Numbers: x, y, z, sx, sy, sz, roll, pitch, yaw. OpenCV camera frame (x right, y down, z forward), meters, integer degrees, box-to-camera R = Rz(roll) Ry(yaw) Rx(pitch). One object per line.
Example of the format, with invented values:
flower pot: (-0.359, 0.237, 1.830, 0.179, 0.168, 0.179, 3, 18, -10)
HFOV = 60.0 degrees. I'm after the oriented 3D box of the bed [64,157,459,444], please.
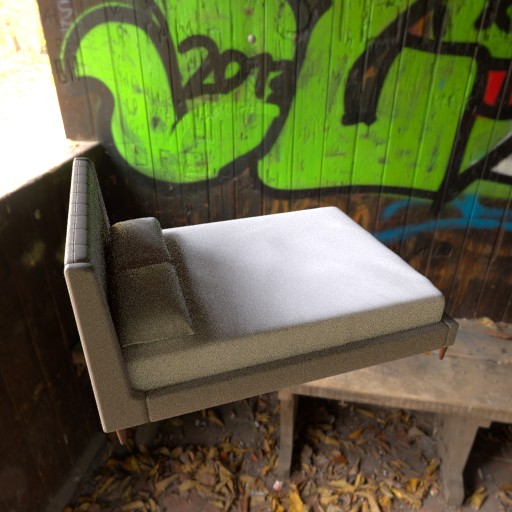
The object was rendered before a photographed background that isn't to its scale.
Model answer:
bed: (0.000, 0.000, 3.099, 2.232, 1.147, 1.656, -9, 31, -16)
